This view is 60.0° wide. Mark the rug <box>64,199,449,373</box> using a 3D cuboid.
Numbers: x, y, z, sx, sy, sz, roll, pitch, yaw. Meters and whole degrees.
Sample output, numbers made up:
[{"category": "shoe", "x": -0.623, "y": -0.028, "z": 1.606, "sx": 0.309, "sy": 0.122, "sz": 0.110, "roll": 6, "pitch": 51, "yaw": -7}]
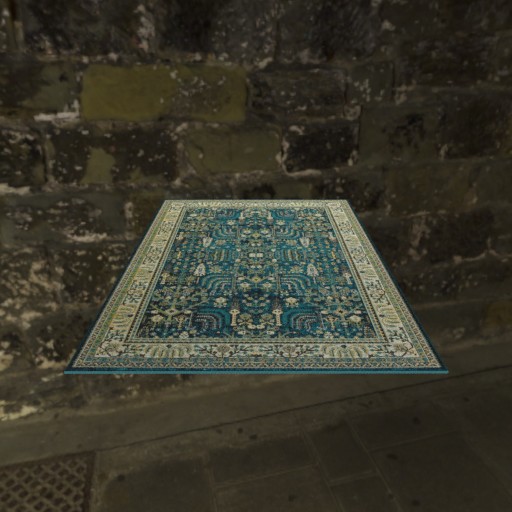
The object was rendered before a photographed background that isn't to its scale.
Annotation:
[{"category": "rug", "x": 0.000, "y": 0.000, "z": 2.832, "sx": 1.594, "sy": 0.013, "sz": 2.213, "roll": 0, "pitch": 26, "yaw": 0}]
